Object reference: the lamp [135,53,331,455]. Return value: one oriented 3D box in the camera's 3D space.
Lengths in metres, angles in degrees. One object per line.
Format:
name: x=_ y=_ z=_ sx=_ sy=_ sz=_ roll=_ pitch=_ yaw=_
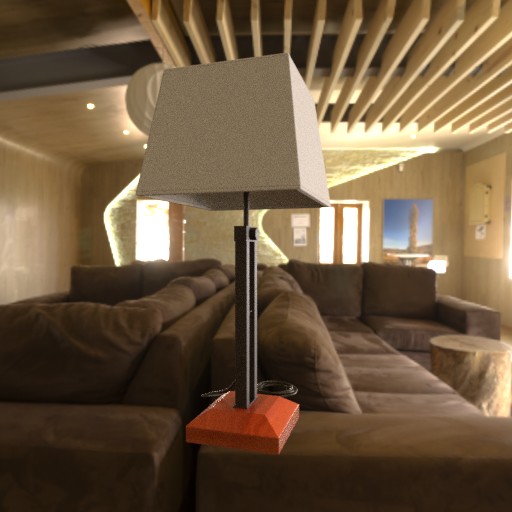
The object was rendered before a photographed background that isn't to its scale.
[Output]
lamp: x=0.000 y=0.000 z=1.004 sx=0.310 sy=0.737 sz=0.498 roll=0 pitch=1 yaw=18
